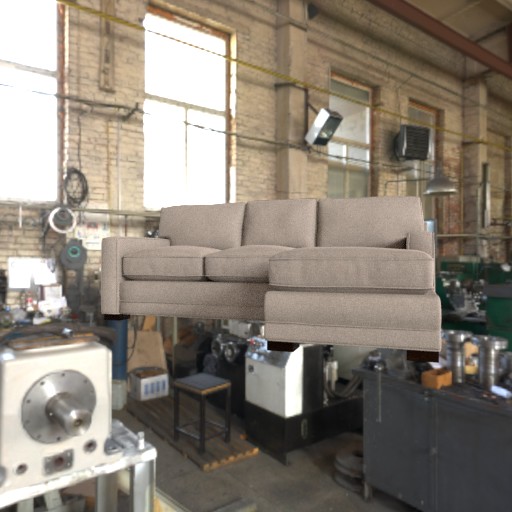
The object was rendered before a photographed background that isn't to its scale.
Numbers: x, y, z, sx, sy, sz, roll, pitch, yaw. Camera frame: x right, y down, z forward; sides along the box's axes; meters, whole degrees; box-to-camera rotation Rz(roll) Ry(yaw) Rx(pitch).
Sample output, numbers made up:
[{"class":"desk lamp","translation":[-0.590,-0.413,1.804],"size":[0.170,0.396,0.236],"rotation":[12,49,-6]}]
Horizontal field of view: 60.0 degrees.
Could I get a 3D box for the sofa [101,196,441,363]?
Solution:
[{"class":"sofa","translation":[0.000,0.000,2.799],"size":[2.087,0.861,1.496],"rotation":[0,0,19]}]
